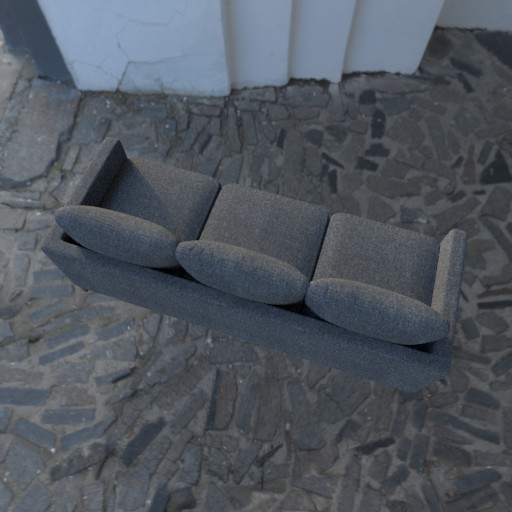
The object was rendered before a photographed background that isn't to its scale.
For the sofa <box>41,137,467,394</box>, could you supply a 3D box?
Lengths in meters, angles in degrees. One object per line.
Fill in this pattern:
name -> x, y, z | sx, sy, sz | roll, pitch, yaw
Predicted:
sofa -> 0.000, 0.000, 2.631 | 2.218, 0.874, 0.859 | 16, 65, 8
